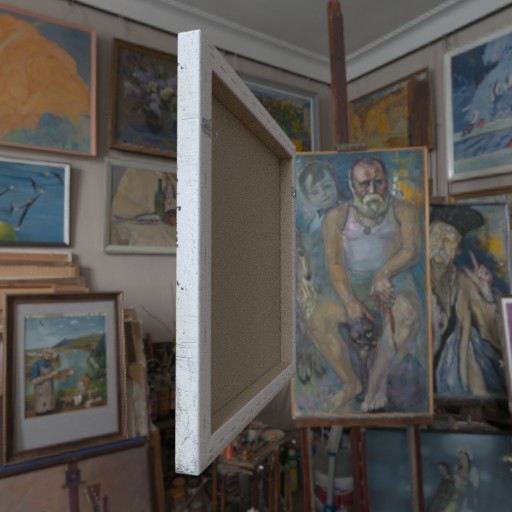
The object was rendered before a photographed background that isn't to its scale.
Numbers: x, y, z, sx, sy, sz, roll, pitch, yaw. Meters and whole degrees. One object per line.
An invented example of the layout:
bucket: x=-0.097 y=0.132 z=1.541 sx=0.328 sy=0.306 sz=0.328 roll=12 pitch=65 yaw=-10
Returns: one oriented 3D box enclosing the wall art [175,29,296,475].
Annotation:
wall art: x=0.000 y=0.000 z=0.896 sx=0.040 sy=0.611 sz=0.610 roll=-1 pitch=-2 yaw=17
